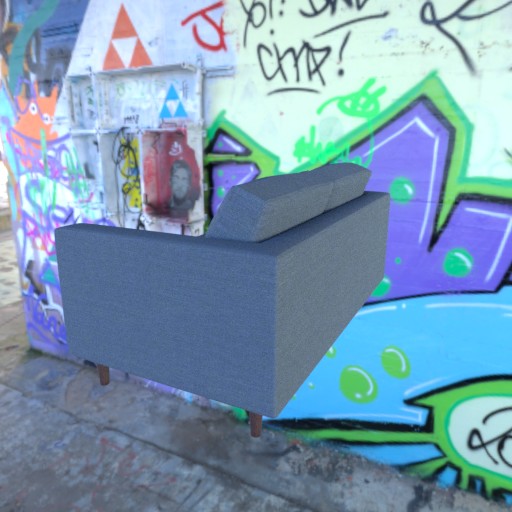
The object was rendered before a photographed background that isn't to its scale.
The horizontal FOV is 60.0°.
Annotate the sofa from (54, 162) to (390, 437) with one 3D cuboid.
[{"bbox_3d":[0.000,0.000,2.282,0.999,0.907,1.659,8,17,26],"label":"sofa"}]
